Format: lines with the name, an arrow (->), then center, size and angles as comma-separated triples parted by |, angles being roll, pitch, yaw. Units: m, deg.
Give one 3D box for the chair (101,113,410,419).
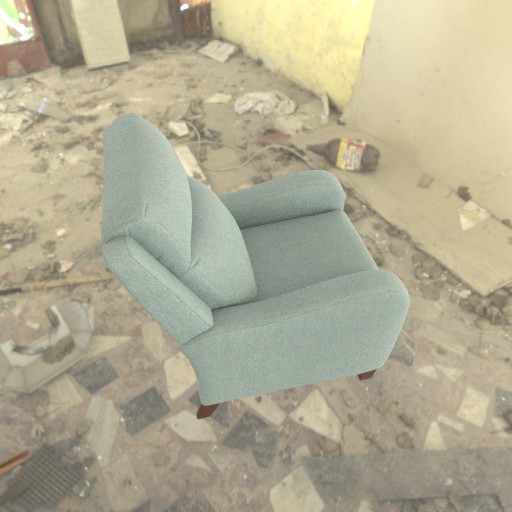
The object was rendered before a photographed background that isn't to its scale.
chair -> 0.000, 0.000, 1.774 | 0.988, 1.067, 0.785 | -9, 45, -9
